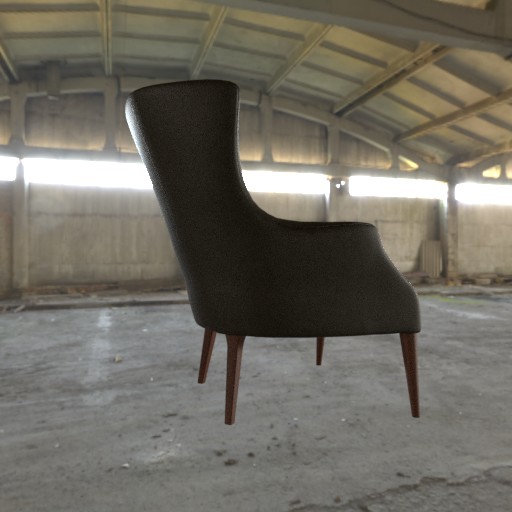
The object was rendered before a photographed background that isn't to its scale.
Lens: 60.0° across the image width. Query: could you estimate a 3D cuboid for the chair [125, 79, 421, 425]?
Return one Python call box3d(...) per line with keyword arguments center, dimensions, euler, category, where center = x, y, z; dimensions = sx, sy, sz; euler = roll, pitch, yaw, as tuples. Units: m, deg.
box3d(center=(0.000, 0.000, 1.688), dimensions=(0.954, 1.068, 0.819), euler=(0, 0, -18), category="chair")
